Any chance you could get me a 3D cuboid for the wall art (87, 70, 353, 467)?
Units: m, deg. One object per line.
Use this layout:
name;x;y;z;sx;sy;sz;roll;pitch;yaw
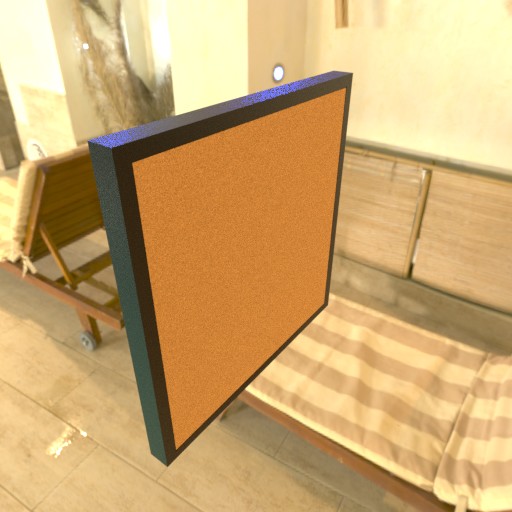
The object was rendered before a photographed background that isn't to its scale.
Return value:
wall art;0.000;0.000;0.735;0.038;0.506;0.506;22;38;31
